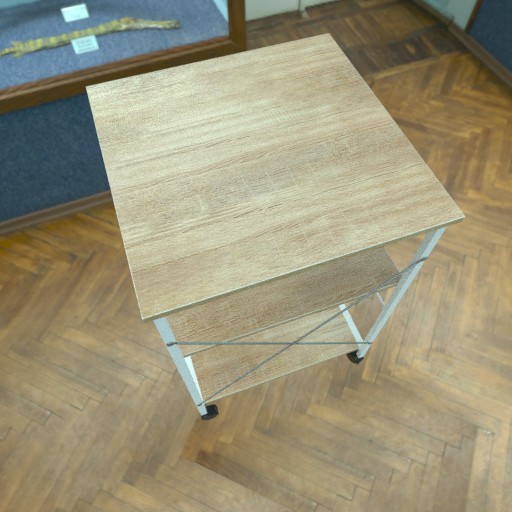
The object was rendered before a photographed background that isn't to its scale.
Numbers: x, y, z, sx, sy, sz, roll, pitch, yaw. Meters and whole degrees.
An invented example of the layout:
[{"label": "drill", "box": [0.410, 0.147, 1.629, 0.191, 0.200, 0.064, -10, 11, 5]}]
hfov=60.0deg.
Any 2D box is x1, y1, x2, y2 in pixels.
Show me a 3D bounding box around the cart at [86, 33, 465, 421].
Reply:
[{"label": "cart", "box": [0.000, 0.000, 1.111, 0.521, 0.762, 0.520, -17, 60, -10]}]
